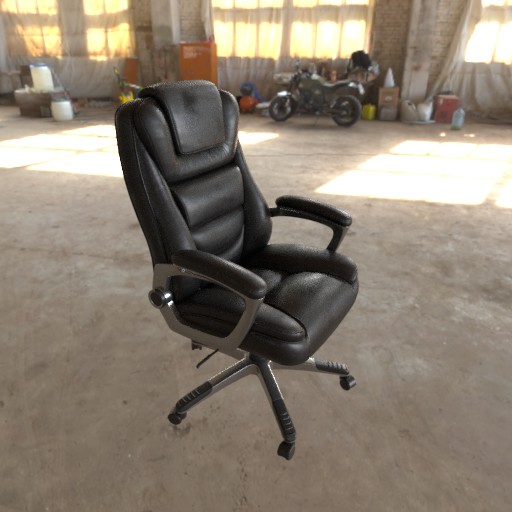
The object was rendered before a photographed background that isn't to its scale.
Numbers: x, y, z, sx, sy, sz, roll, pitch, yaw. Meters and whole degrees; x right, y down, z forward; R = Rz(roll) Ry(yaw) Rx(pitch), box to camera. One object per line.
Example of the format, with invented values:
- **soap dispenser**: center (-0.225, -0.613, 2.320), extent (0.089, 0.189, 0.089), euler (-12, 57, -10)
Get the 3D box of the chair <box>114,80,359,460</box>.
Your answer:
- **chair**: center (0.000, 0.000, 1.491), extent (0.689, 1.075, 0.697), euler (16, 30, 29)
